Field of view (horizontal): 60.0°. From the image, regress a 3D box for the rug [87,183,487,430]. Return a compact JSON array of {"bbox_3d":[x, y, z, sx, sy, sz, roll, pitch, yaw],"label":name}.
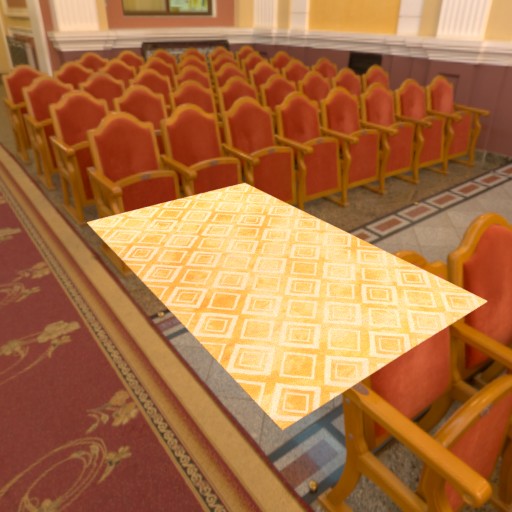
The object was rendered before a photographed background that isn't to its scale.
[{"bbox_3d":[0.000,0.000,3.002,1.511,0.010,2.424,-20,35,-31],"label":"rug"}]
